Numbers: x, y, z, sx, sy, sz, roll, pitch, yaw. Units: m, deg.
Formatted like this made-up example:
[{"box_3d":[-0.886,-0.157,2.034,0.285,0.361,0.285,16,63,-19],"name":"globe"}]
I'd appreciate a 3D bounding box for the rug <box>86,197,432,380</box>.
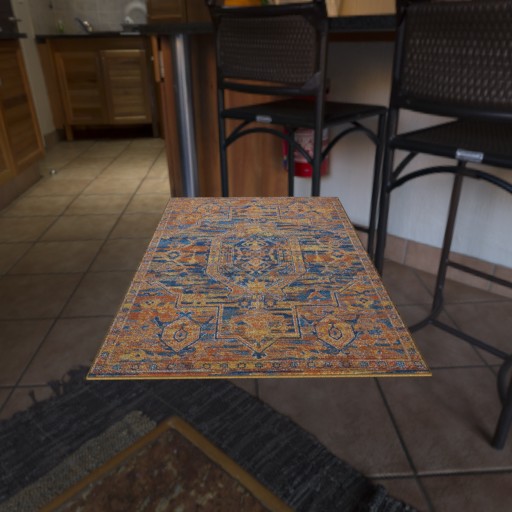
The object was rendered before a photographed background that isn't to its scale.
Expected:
[{"box_3d":[0.000,0.000,2.246,1.148,0.013,1.758,0,27,-1],"name":"rug"}]
